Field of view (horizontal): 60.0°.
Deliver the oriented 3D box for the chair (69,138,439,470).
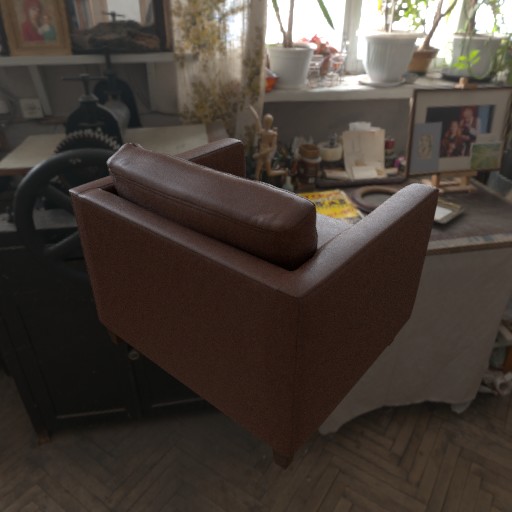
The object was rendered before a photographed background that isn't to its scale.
[{"bbox_3d":[0.000,0.000,1.827,1.107,0.917,0.959,24,39,33],"label":"chair"}]
